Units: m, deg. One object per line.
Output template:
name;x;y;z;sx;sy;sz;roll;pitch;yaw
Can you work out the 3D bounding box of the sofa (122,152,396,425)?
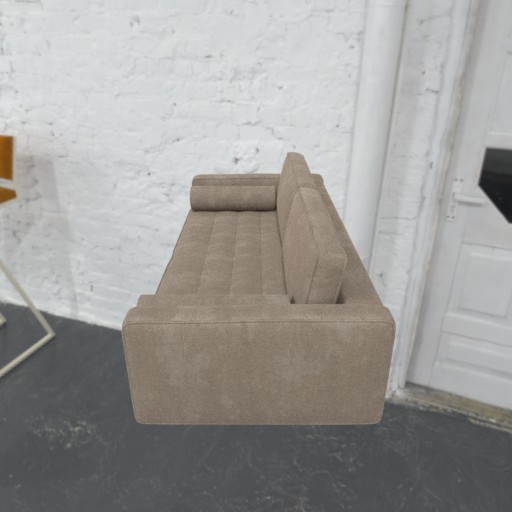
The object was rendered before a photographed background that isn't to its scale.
sofa;0.000;0.000;2.326;0.920;0.769;1.883;0;25;0
